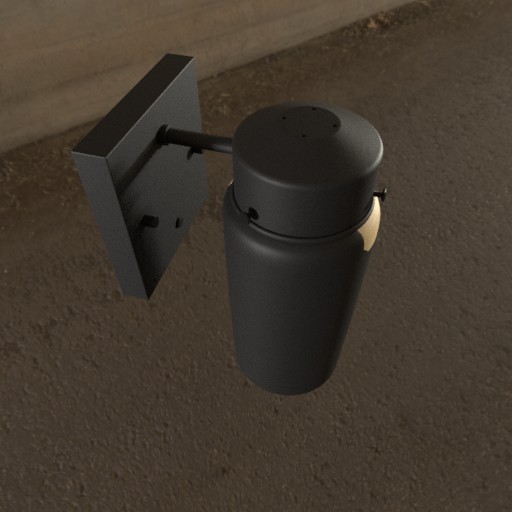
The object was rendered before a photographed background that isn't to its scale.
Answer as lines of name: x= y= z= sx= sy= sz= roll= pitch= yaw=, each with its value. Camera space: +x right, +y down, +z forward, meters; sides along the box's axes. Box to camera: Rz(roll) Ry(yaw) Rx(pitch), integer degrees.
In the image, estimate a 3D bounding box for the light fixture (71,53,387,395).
light fixture: x=0.000 y=0.000 z=0.364 sx=0.176 sy=0.257 sz=0.130 roll=12 pitch=49 yaw=11
